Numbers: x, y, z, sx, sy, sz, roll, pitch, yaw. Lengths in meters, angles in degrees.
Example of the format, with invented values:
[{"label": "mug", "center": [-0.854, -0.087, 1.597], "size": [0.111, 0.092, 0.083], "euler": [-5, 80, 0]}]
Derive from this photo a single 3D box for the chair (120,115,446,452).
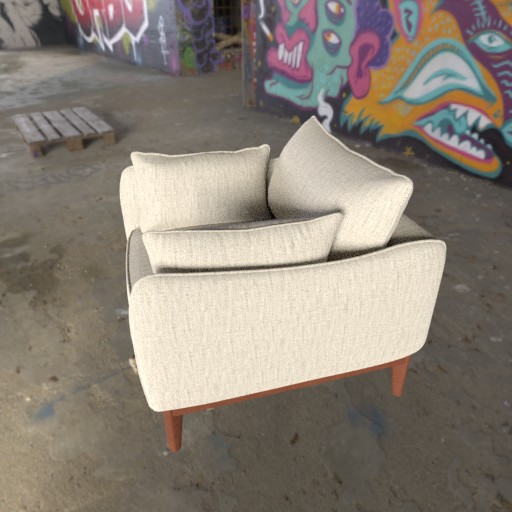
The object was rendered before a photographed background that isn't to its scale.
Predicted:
[{"label": "chair", "center": [0.000, 0.000, 1.727], "size": [0.991, 0.855, 0.994], "euler": [-8, 32, -14]}]
